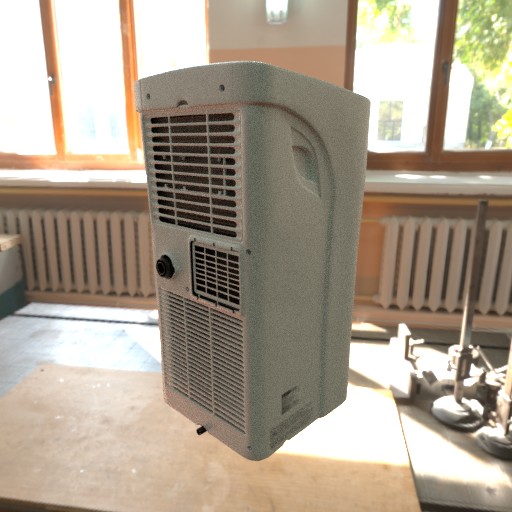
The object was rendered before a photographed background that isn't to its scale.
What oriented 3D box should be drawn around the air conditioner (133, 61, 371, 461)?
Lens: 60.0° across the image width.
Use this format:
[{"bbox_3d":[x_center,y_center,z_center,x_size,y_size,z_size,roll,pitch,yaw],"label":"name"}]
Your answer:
[{"bbox_3d":[0.000,0.000,0.947,0.352,0.716,0.369,14,20,42],"label":"air conditioner"}]
